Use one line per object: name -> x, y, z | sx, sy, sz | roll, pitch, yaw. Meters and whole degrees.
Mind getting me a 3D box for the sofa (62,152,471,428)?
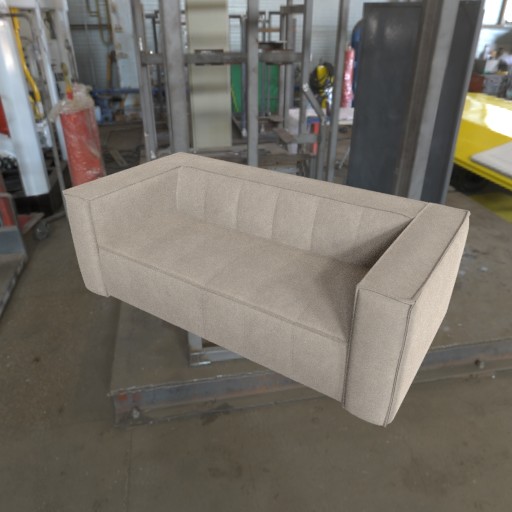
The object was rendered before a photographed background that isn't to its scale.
sofa -> 0.000, 0.000, 2.503 | 1.995, 0.680, 1.038 | 18, 33, 29
